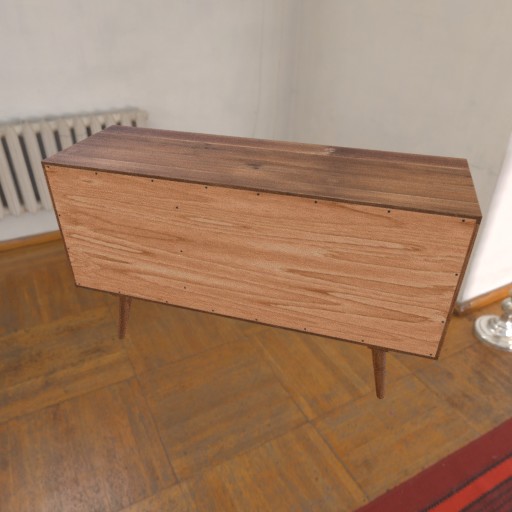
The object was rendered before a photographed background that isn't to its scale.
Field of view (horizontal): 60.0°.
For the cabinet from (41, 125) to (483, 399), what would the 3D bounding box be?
[{"bbox_3d":[0.000,0.000,1.751,1.400,0.800,0.472,9,34,14],"label":"cabinet"}]
